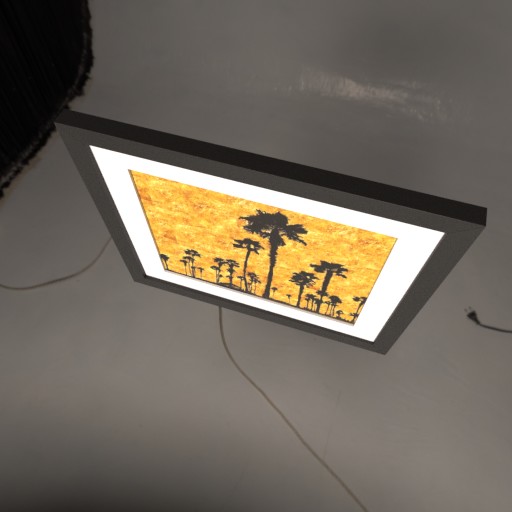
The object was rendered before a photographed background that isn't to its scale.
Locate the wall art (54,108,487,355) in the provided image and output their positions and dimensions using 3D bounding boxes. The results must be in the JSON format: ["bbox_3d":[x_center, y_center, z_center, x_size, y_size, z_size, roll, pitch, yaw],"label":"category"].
[{"bbox_3d":[0.000,0.000,0.754,0.561,0.460,0.028,15,60,9],"label":"wall art"}]
